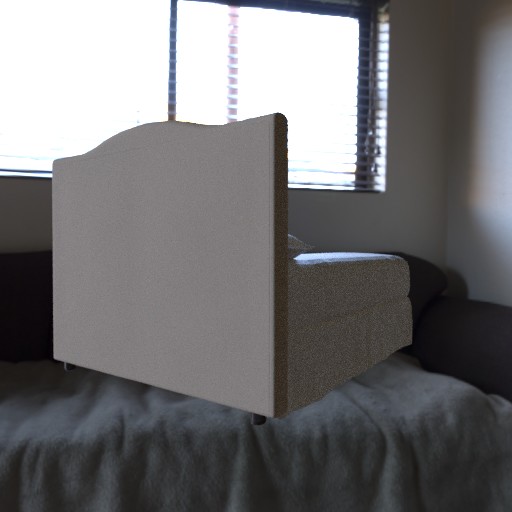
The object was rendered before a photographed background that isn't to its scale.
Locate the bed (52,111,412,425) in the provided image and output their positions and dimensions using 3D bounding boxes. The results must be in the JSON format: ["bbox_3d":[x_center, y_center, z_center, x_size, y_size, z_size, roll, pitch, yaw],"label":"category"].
[{"bbox_3d":[0.000,0.000,3.094,1.678,1.398,2.052,1,1,36],"label":"bed"}]
